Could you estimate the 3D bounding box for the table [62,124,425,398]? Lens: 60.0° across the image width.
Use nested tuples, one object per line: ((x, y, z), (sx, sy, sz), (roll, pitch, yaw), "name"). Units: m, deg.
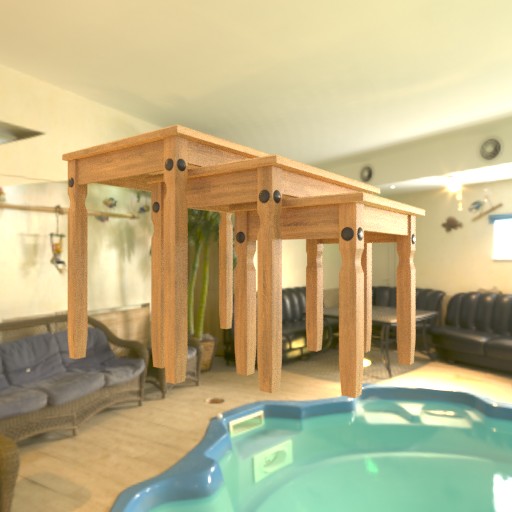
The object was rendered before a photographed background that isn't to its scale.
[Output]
((0.000, 0.000, 1.191), (0.773, 0.535, 0.660), (0, 0, 37), "table")
